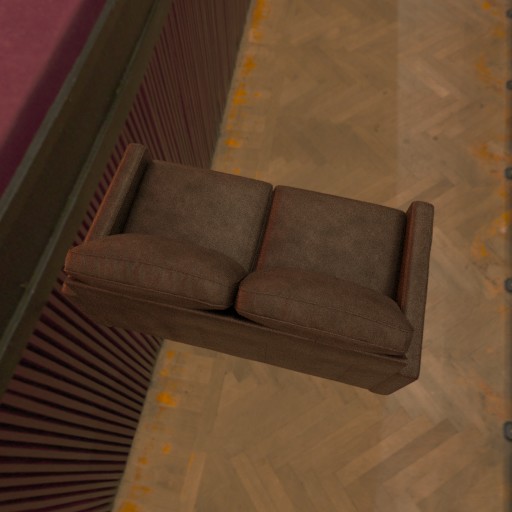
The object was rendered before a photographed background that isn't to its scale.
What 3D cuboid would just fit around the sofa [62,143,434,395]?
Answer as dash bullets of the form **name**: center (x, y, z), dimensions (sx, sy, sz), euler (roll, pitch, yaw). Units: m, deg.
- **sofa**: center (0.000, 0.000, 2.327), dimensions (1.732, 0.916, 0.939), euler (13, 65, 6)
